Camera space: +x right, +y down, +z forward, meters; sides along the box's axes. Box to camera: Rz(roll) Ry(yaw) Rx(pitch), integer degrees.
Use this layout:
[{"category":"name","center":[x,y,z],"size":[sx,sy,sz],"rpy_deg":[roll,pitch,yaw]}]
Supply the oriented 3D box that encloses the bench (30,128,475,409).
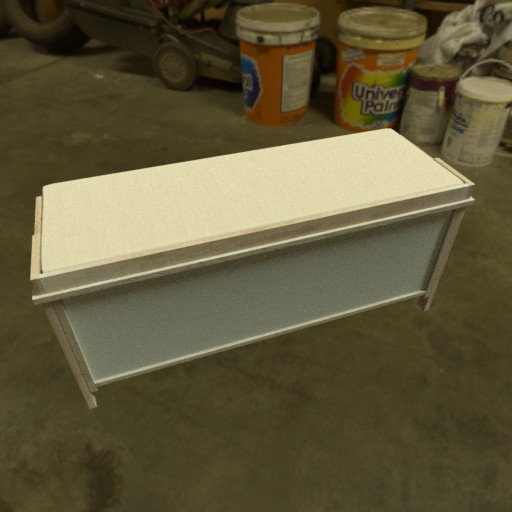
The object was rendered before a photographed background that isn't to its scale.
[{"category":"bench","center":[0.000,0.000,1.351],"size":[1.140,0.501,0.398],"rpy_deg":[-13,42,-15]}]
